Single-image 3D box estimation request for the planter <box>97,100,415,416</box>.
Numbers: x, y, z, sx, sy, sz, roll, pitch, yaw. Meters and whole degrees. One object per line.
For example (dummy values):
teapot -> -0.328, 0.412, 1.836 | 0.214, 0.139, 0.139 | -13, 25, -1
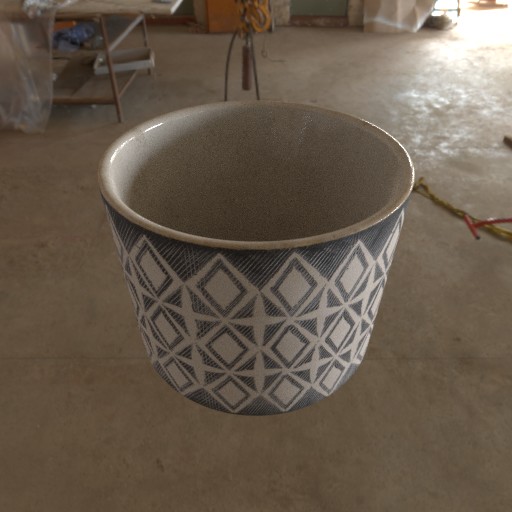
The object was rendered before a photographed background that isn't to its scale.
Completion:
planter -> 0.000, 0.000, 0.329 | 0.192, 0.165, 0.192 | 0, 39, 0
